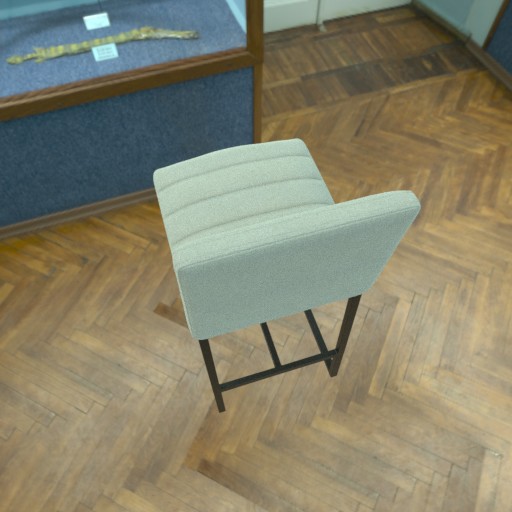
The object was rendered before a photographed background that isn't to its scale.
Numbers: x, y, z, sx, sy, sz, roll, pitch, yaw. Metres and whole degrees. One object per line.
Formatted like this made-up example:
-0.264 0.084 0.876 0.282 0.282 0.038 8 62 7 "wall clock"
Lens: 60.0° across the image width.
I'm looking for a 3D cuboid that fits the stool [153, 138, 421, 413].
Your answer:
0.000 0.000 1.273 0.459 0.971 0.567 -15 59 -9 "stool"
